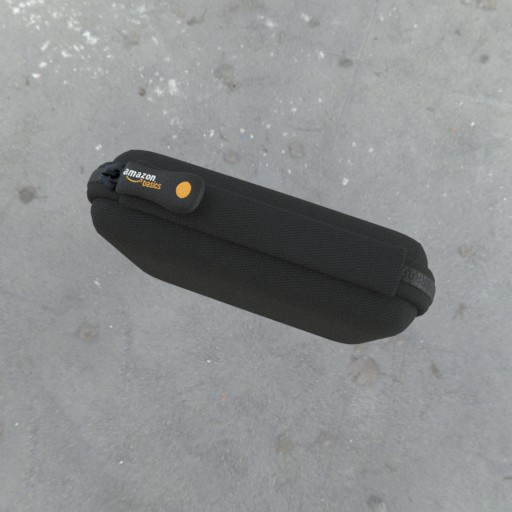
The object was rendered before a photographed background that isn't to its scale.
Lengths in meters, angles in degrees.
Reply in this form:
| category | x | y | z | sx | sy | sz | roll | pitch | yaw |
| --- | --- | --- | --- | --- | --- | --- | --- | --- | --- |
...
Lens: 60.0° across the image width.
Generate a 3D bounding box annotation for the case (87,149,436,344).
| category | x | y | z | sx | sy | sz | roll | pitch | yaw |
| --- | --- | --- | --- | --- | --- | --- | --- | --- | --- |
| case | 0.000 | 0.000 | 0.185 | 0.132 | 0.105 | 0.038 | 19 | 77 | 5 |
